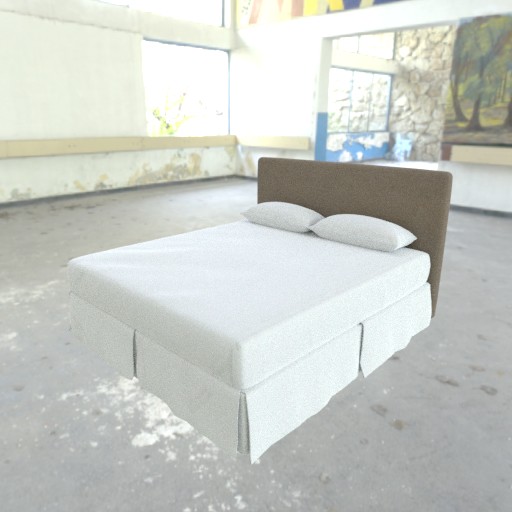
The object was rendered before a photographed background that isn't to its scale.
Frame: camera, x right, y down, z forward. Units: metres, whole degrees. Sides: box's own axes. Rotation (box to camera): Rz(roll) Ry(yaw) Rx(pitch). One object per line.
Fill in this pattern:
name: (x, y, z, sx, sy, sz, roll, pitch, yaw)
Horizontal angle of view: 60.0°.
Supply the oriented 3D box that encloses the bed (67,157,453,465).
bed: (0.000, 0.000, 3.527, 2.119, 1.317, 2.341, 16, 23, 42)
